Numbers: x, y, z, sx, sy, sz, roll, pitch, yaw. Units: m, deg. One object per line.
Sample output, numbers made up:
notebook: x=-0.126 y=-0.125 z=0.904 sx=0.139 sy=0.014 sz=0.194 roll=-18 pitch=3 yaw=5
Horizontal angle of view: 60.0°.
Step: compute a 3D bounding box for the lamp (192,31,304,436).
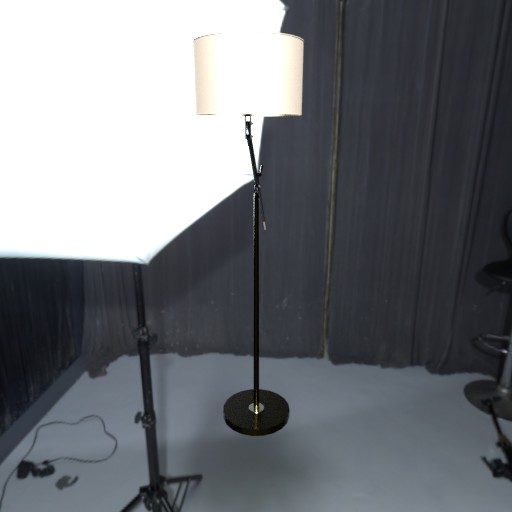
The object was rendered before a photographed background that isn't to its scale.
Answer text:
lamp: x=0.000 y=0.000 z=1.926 sx=0.373 sy=1.635 sz=0.809 roll=2 pitch=16 yaw=7
